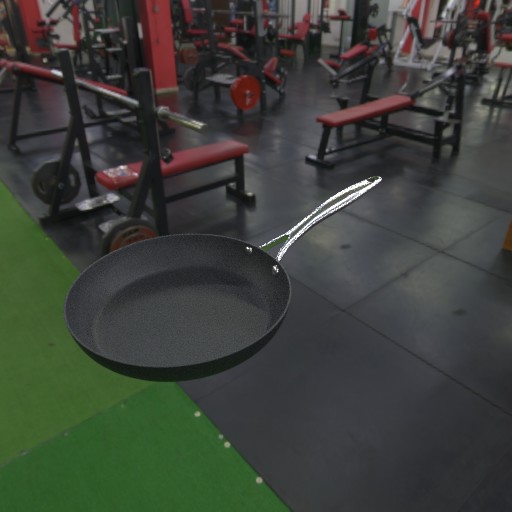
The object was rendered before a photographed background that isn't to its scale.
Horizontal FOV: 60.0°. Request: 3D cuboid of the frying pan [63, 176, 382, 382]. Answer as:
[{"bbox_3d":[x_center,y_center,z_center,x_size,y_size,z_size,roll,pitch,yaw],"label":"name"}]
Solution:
[{"bbox_3d":[0.000,0.000,0.567,0.472,0.105,0.255,-21,37,-31],"label":"frying pan"}]
